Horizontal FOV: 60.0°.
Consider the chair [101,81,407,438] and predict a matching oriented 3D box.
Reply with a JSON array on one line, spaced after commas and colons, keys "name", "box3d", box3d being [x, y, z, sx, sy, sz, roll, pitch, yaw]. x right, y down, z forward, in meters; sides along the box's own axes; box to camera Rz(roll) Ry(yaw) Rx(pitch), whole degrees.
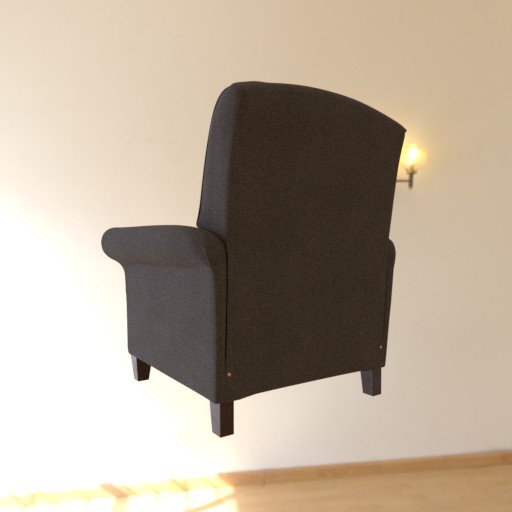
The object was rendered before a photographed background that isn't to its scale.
[{"name": "chair", "box3d": [0.000, 0.000, 1.770, 0.978, 1.061, 0.905, 0, 0, -35]}]
